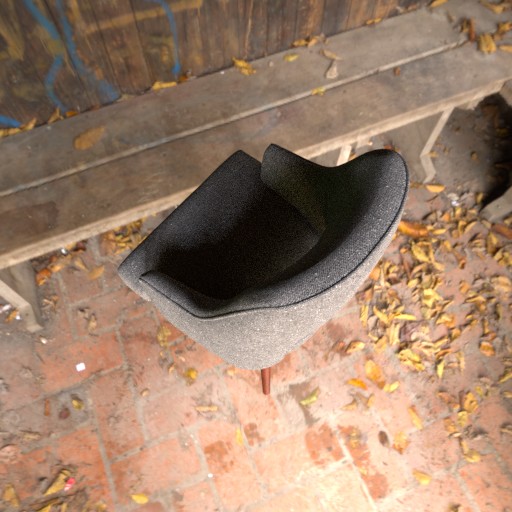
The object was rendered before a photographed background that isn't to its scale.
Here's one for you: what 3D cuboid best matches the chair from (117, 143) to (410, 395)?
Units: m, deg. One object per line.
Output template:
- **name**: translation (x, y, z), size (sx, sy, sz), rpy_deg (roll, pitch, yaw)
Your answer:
- **chair**: translation (0.000, 0.000, 1.312), size (0.629, 0.875, 0.608), rpy_deg (35, 68, 16)
